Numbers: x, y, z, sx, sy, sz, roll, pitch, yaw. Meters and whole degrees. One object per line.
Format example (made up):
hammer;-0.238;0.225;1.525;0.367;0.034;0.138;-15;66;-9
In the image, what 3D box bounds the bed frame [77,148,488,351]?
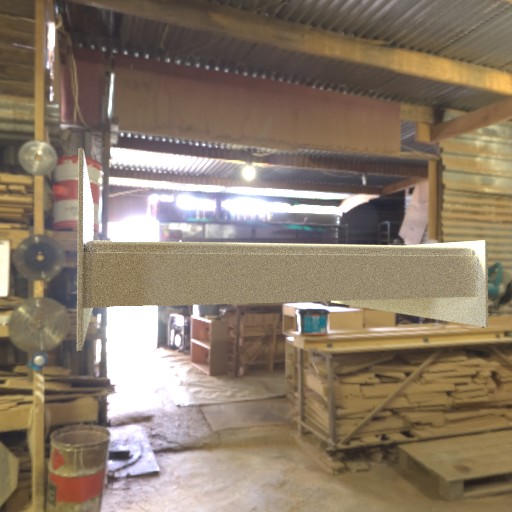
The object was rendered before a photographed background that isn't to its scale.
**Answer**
bed frame;0.000;0.000;2.877;2.060;0.800;1.720;0;-1;-19
